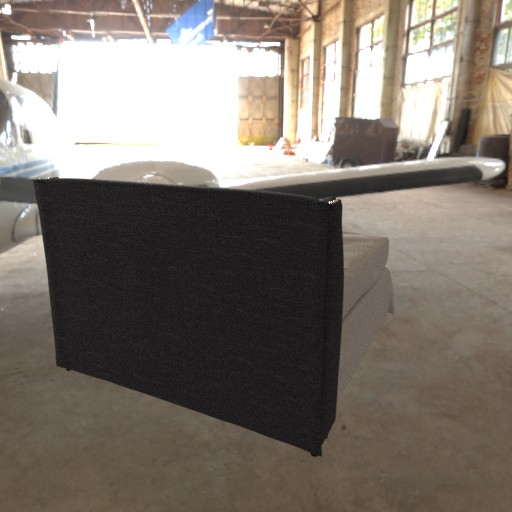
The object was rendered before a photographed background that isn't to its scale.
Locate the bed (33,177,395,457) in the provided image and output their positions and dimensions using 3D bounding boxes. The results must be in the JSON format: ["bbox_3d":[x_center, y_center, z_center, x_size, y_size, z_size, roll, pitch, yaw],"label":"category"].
[{"bbox_3d":[0.000,0.000,3.405,1.925,1.332,2.276,8,18,26],"label":"bed"}]
